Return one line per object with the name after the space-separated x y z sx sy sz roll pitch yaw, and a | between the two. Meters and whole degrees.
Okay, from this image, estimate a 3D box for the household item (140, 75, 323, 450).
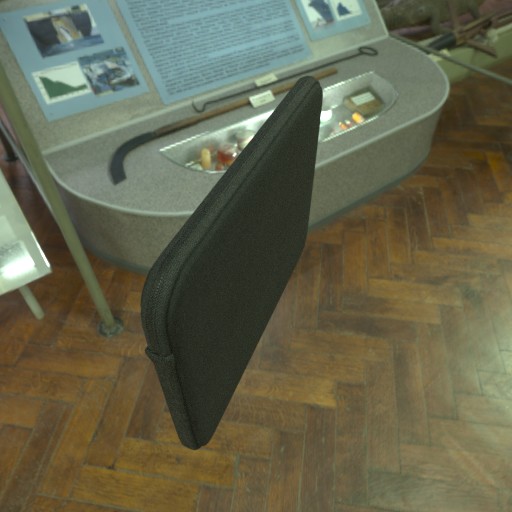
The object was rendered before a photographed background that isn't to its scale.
0.000 0.000 0.523 0.030 0.305 0.396 17 49 16 | household item
